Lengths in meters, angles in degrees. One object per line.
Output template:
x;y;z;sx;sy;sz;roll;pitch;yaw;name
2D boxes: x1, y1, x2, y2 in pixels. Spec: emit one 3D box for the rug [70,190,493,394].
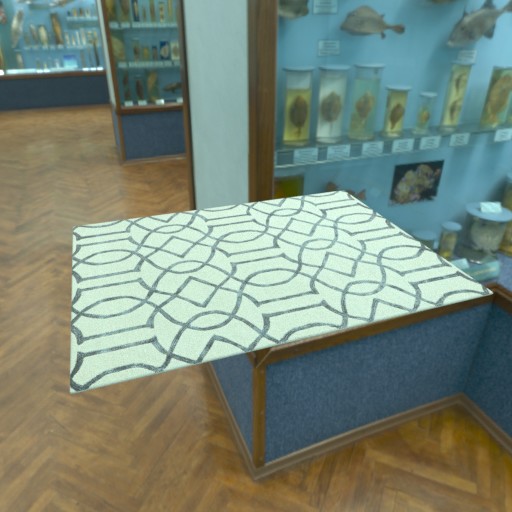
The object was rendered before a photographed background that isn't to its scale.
0.000;0.000;3.725;2.910;0.021;2.211;-10;31;-17;rug
